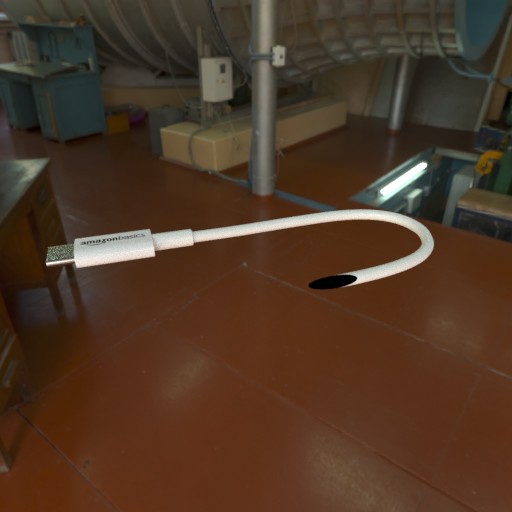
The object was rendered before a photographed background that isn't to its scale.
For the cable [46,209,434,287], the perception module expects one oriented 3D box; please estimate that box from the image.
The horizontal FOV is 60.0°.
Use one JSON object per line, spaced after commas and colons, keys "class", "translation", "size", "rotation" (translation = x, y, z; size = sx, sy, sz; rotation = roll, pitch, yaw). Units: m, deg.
{"class": "cable", "translation": [0.000, 0.000, 0.110], "size": [0.098, 0.005, 0.041], "rotation": [-9, 31, -15]}
